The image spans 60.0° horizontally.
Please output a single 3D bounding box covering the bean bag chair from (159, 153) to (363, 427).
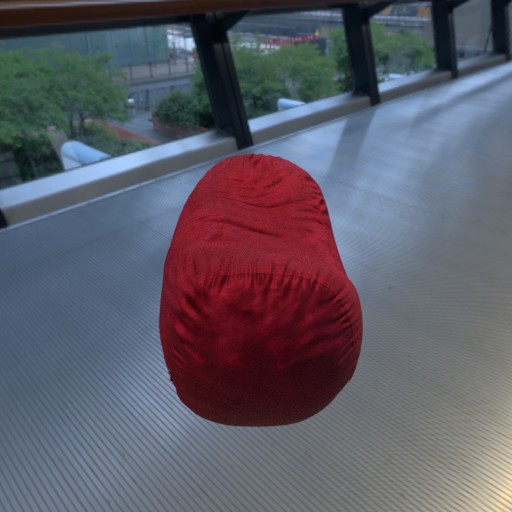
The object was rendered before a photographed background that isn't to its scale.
[{"bbox_3d":[0.000,0.000,2.952,1.216,0.867,2.293,0,31,-1],"label":"bean bag chair"}]
